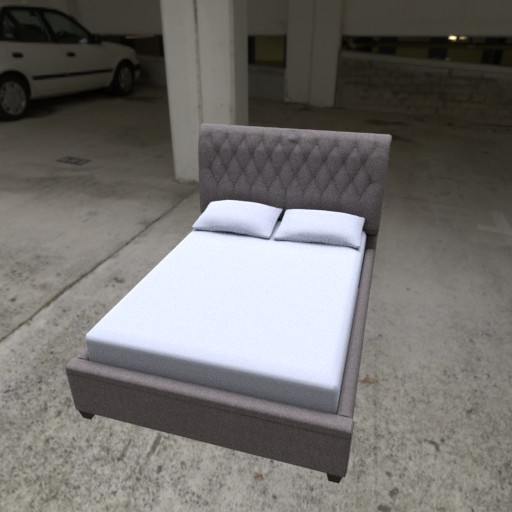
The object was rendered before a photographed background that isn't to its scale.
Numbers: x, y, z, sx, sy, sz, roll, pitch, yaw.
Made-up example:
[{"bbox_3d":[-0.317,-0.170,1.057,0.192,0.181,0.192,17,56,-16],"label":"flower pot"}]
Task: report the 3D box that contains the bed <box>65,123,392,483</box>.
[{"bbox_3d":[0.000,0.000,3.162,1.645,1.371,2.252,8,28,15],"label":"bed"}]
